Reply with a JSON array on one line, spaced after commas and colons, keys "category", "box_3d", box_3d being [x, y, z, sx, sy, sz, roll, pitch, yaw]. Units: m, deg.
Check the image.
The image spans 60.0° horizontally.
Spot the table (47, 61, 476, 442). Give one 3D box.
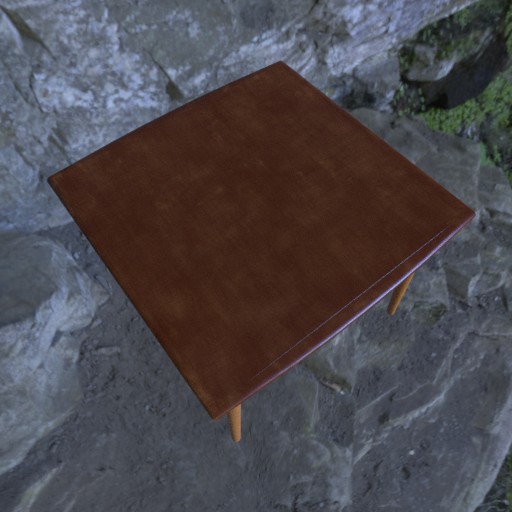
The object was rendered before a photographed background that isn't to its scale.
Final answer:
[{"category": "table", "box_3d": [0.000, 0.000, 1.716, 0.991, 0.754, 0.991, -34, 65, -18]}]
